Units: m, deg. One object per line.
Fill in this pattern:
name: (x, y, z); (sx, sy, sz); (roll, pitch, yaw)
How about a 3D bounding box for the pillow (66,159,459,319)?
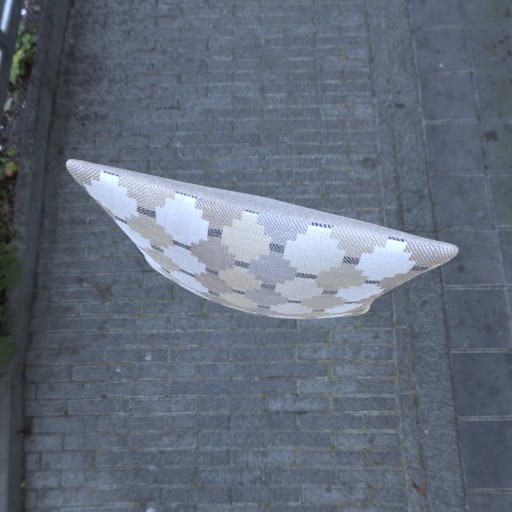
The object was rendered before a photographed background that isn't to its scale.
pillow: (0.000, 0.000, 0.873); (0.578, 0.558, 0.192); (12, 75, 3)
